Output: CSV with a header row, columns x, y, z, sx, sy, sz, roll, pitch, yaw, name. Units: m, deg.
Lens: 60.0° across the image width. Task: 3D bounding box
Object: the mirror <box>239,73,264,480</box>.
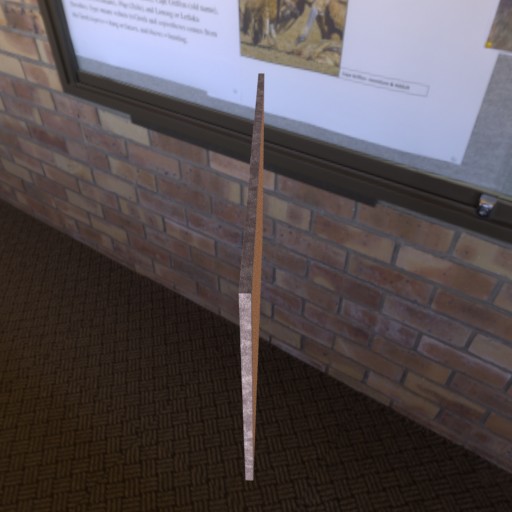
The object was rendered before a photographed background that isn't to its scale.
x,y,z,sx,sy,sz,roll,pitch,yaw,name
0.000,0.000,1.459,0.022,0.795,1.101,1,41,2,mirror
